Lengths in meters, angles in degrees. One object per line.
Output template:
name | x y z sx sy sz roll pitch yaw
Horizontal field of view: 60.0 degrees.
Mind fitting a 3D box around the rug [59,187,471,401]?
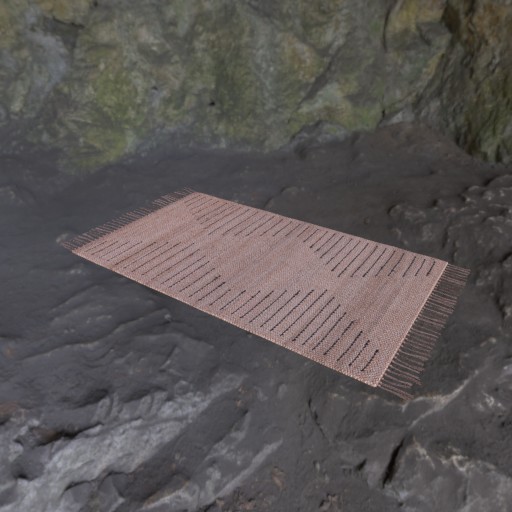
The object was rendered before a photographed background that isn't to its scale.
rug | 0.000 0.000 2.041 1.718 0.017 0.905 19 35 29
